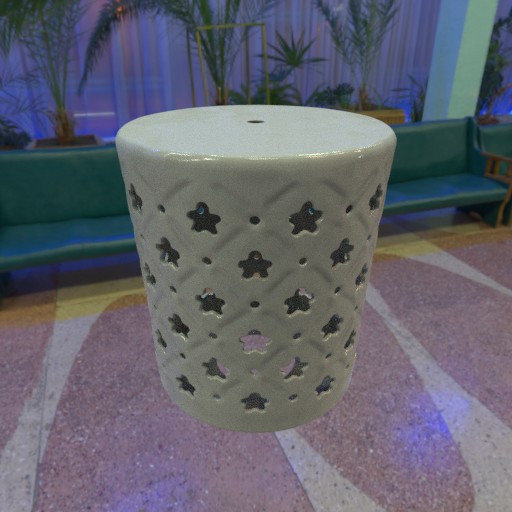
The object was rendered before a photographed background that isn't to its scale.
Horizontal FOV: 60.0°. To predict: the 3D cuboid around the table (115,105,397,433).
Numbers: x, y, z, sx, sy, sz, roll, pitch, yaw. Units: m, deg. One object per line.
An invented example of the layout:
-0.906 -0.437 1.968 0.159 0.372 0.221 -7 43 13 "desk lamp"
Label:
0.000 0.000 0.656 0.352 0.387 0.352 0 27 0 "table"
